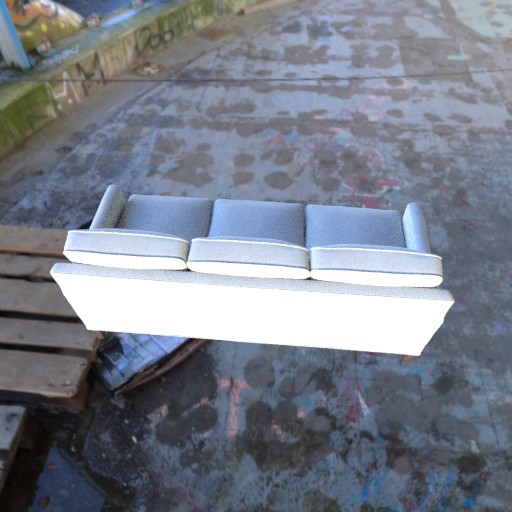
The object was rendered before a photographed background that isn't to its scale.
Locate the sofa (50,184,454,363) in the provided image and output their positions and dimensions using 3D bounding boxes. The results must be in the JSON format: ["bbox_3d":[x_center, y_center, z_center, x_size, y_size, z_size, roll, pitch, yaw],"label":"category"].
[{"bbox_3d":[0.000,0.000,2.954,2.246,1.003,1.084,4,49,3],"label":"sofa"}]
